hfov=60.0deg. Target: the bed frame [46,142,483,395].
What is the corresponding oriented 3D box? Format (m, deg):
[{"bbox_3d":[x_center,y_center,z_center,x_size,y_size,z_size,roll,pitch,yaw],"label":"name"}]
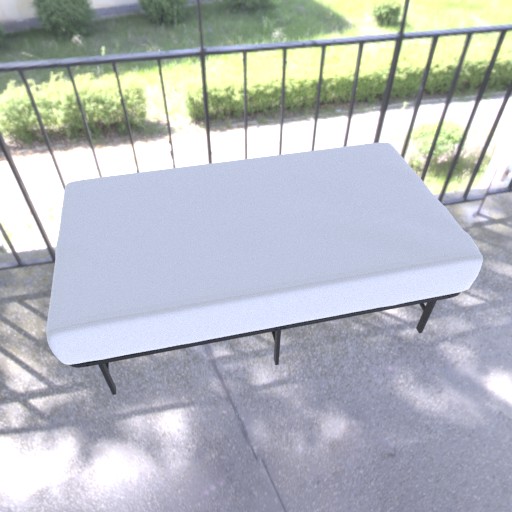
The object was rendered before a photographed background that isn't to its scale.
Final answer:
[{"bbox_3d":[0.000,0.000,2.360,1.908,0.640,1.025,-9,46,-9],"label":"bed frame"}]
